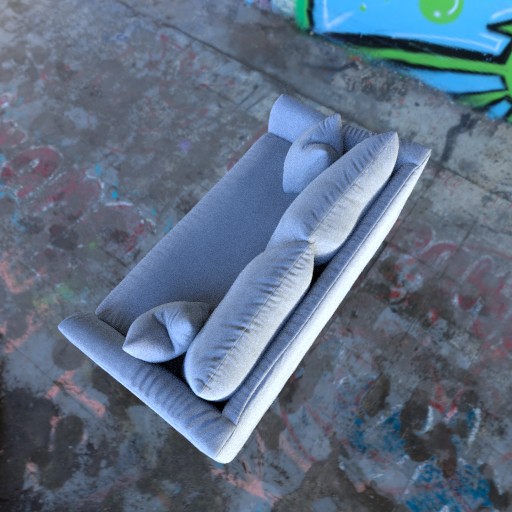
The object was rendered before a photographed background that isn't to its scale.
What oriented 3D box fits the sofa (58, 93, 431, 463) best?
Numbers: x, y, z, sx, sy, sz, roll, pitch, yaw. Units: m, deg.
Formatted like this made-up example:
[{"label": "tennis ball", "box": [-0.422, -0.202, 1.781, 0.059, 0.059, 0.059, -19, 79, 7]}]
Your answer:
[{"label": "sofa", "box": [0.000, 0.000, 2.609, 1.072, 1.018, 2.010, 33, 67, 16]}]
